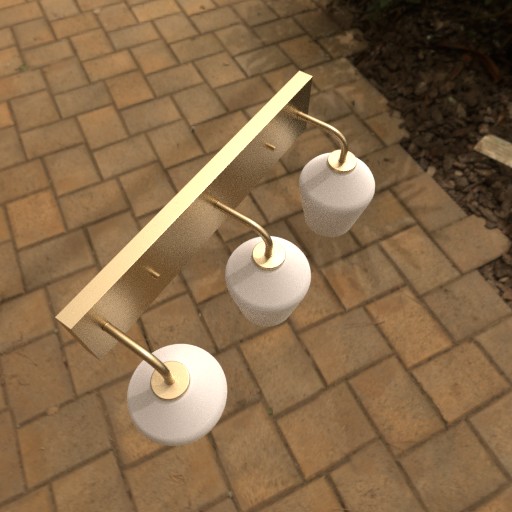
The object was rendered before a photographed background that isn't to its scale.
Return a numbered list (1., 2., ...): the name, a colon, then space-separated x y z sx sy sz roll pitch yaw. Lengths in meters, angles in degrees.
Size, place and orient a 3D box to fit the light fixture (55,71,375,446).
1. light fixture: 0.000 0.000 0.710 0.190 0.280 0.609 30 63 17
